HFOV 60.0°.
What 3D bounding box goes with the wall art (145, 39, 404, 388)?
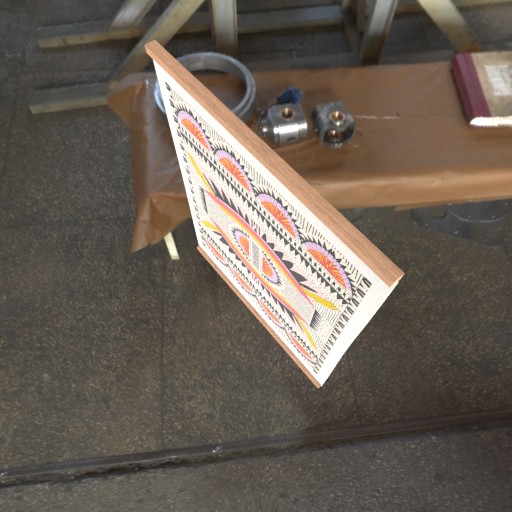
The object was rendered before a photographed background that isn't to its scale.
[{"bbox_3d":[0.000,0.000,1.336,0.028,1.016,0.765,-37,69,-16],"label":"wall art"}]
